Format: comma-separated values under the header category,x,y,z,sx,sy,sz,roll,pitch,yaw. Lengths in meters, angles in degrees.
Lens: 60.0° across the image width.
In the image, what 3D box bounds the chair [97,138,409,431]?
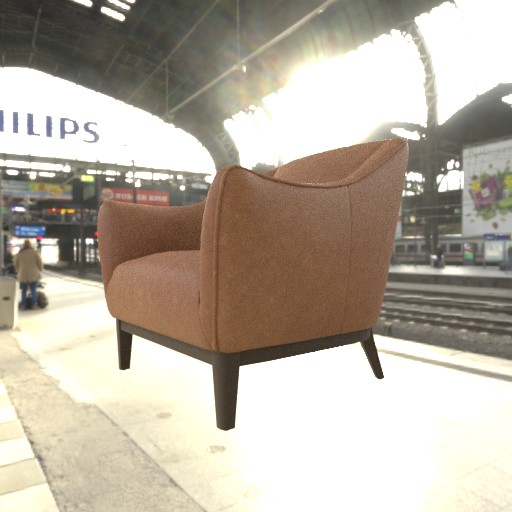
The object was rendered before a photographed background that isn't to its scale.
category,x,y,z,sx,sy,sz,roll,pitch,yaw
chair,0.000,0.000,1.544,0.852,0.830,0.871,0,1,-37
